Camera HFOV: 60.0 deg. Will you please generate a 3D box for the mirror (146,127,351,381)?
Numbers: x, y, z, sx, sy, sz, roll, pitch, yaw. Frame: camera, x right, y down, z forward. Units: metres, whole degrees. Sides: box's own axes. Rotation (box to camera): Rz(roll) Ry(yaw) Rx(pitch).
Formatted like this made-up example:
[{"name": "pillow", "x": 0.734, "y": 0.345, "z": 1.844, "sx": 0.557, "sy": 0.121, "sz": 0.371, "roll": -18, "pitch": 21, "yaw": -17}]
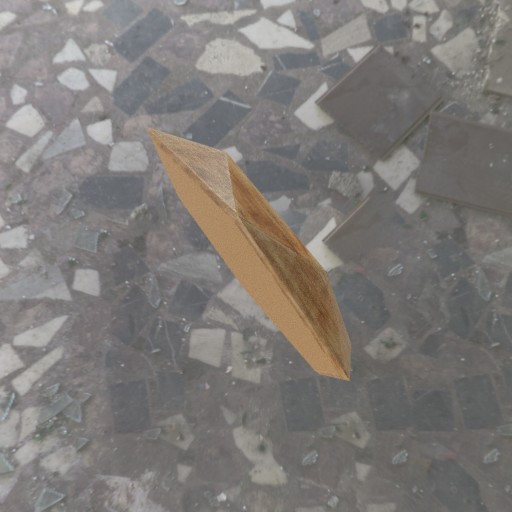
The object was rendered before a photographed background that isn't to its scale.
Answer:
[{"name": "mirror", "x": 0.000, "y": 0.000, "z": 1.096, "sx": 0.091, "sy": 0.779, "sz": 0.675, "roll": -37, "pitch": 80, "yaw": -8}]
